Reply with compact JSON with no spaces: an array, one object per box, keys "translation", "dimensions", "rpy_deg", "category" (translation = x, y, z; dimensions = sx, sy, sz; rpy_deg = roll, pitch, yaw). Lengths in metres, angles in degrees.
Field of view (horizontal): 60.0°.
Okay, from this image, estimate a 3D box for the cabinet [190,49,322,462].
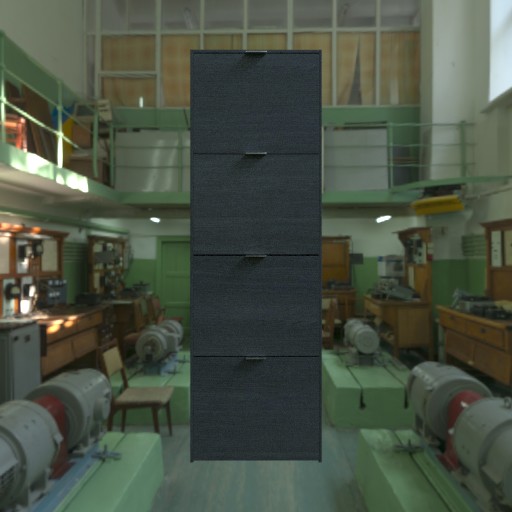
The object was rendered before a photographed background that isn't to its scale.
[{"translation":[0.000,0.000,1.857],"dimensions":[0.520,1.630,0.255],"rpy_deg":[0,0,0],"category":"cabinet"}]
